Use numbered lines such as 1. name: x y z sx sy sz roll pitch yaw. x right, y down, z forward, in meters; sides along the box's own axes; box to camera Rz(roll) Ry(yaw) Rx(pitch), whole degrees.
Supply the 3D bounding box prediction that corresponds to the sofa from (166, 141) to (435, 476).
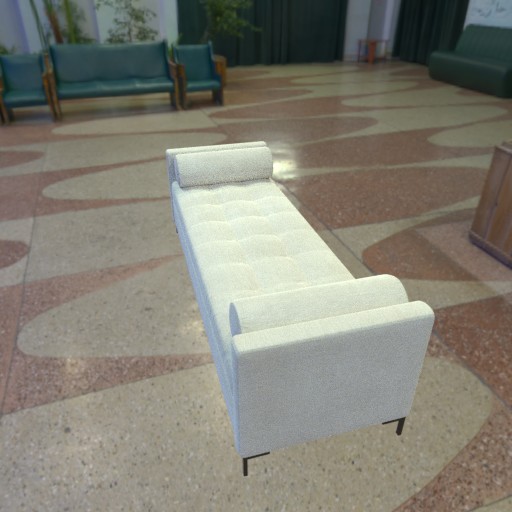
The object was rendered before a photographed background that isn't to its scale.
1. sofa: 0.000 0.000 2.345 0.686 0.635 1.981 -8 32 -13
